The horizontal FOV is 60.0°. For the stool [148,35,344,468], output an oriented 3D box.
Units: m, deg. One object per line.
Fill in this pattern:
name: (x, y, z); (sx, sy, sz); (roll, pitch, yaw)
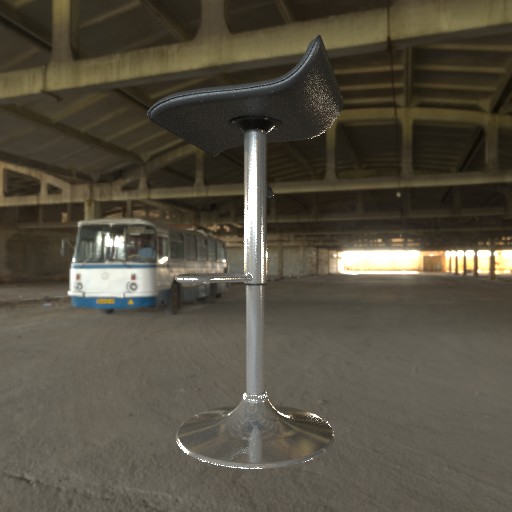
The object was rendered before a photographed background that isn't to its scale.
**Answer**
stool: (0.000, 0.000, 1.076); (0.381, 0.851, 0.381); (0, -1, 18)
